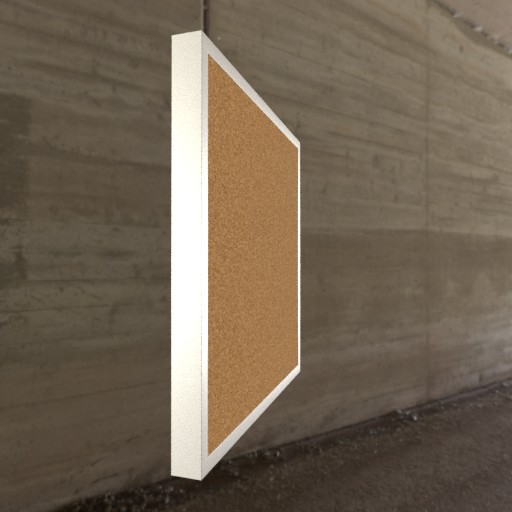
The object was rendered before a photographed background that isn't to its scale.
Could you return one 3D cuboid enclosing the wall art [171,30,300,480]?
[{"bbox_3d":[0.000,0.000,0.744,0.038,0.505,0.506,0,0,18],"label":"wall art"}]
